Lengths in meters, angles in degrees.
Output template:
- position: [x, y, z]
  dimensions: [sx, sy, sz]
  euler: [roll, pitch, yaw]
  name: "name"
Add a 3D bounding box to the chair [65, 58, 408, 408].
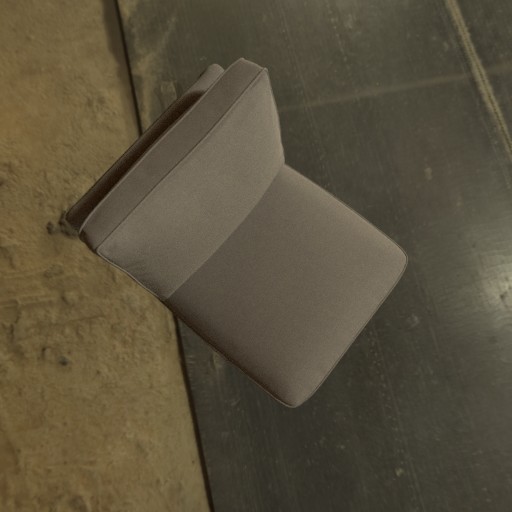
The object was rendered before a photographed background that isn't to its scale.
- position: [0.000, 0.000, 1.655]
  dimensions: [0.924, 1.045, 0.724]
  euler: [38, 79, 9]
  name: "chair"
